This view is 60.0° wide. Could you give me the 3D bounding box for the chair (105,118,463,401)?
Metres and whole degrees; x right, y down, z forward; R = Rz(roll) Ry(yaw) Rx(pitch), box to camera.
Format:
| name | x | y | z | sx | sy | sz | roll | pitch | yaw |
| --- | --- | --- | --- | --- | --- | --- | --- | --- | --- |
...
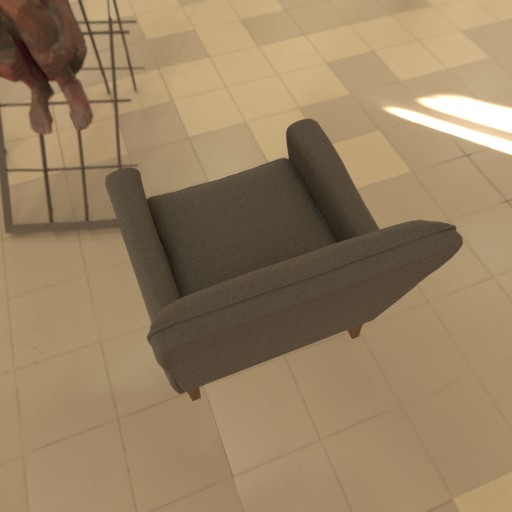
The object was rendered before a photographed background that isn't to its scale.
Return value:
| name | x | y | z | sx | sy | sz | roll | pitch | yaw |
| --- | --- | --- | --- | --- | --- | --- | --- | --- | --- |
| chair | 0.000 | 0.000 | 1.567 | 0.836 | 0.911 | 0.831 | -18 | 59 | -11 |
